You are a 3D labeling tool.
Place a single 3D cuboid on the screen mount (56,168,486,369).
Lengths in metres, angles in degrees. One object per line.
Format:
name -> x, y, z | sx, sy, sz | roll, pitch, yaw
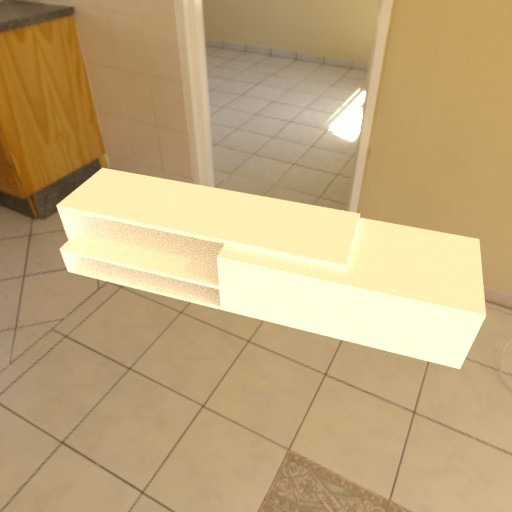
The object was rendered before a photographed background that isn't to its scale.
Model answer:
screen mount -> 0.000, 0.000, 1.855 | 1.680, 0.320, 0.420 | 12, 41, 14
